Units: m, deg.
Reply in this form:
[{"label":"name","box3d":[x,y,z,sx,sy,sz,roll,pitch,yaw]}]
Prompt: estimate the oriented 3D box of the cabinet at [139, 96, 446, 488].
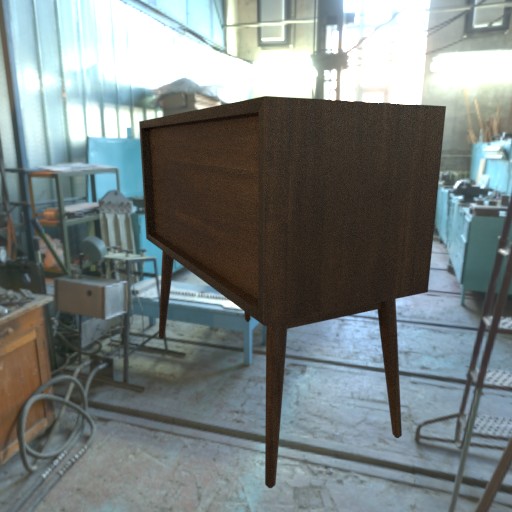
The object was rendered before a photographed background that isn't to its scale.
[{"label":"cabinet","box3d":[0.000,0.000,1.081,0.354,0.654,0.743,-7,16,-26]}]
